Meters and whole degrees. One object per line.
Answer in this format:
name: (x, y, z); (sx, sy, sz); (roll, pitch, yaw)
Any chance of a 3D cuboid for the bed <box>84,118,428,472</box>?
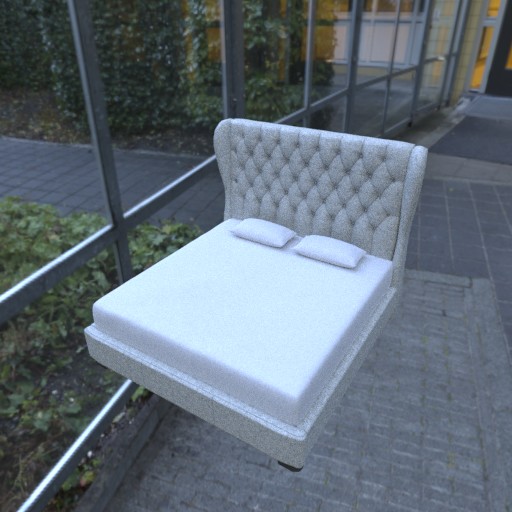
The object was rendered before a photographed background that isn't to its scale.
bed: (0.000, 0.000, 3.961); (2.219, 1.771, 2.347); (17, 34, 28)
